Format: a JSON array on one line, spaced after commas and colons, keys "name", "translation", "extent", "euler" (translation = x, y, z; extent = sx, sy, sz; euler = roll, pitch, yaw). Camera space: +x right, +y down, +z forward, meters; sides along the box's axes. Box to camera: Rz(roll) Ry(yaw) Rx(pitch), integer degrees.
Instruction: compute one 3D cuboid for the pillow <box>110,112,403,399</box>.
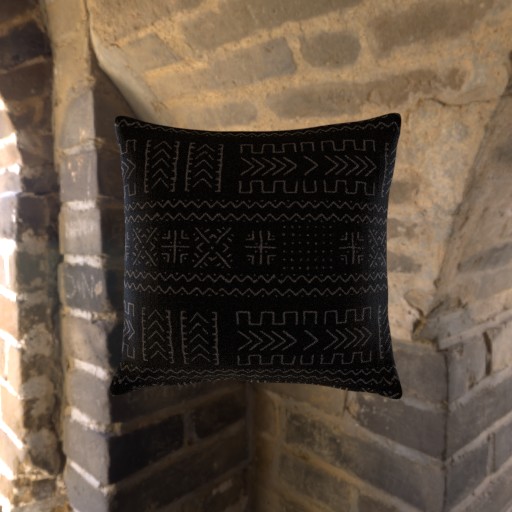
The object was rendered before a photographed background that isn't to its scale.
[{"name": "pillow", "translation": [0.000, 0.000, 0.666], "extent": [0.438, 0.430, 0.164], "euler": [0, 1, 0]}]
